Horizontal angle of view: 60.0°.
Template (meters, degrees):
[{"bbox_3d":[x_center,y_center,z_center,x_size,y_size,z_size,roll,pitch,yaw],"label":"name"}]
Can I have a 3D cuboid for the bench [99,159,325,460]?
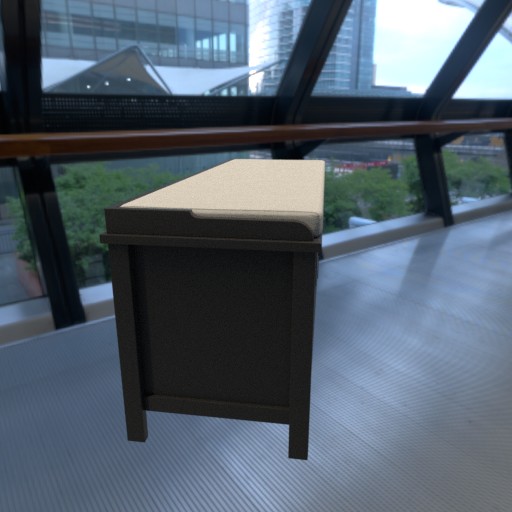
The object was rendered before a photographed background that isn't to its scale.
[{"bbox_3d":[0.000,0.000,1.369,0.398,0.501,1.140,3,17,8],"label":"bench"}]
